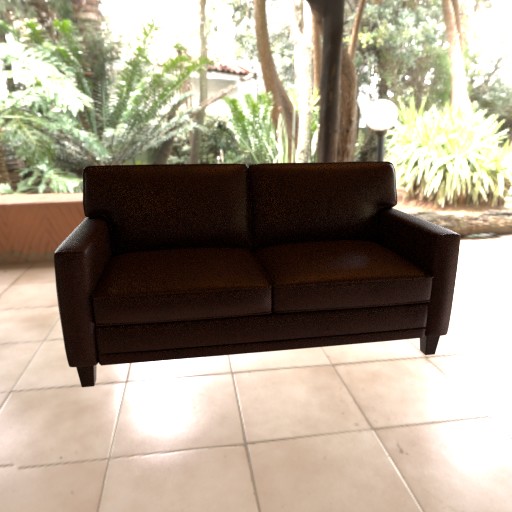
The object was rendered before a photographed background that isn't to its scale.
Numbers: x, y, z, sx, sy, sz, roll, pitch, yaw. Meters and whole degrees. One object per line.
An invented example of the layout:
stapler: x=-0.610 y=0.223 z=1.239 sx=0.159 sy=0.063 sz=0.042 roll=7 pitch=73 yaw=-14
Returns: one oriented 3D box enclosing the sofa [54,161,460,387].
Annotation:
sofa: x=0.000 y=0.000 z=2.369 sx=1.876 sy=0.928 sz=0.912 roll=-3 pitch=17 yaw=-10
